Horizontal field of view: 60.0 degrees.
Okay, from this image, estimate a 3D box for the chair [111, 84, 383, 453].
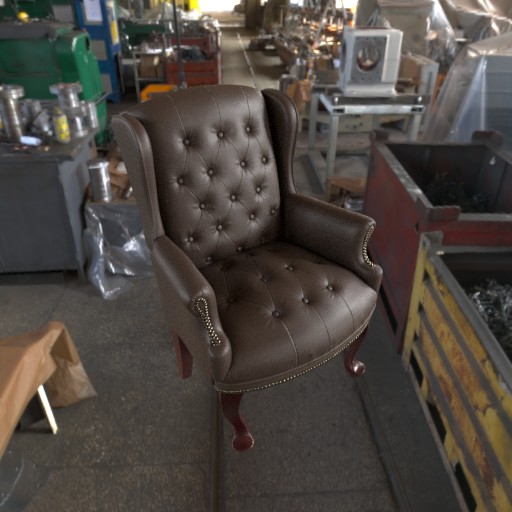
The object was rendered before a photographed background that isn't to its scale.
[{"bbox_3d":[0.000,0.000,1.684,0.829,1.132,0.819,-21,37,-31],"label":"chair"}]
